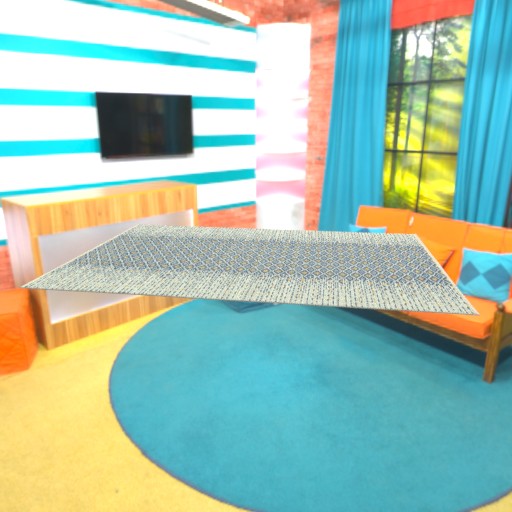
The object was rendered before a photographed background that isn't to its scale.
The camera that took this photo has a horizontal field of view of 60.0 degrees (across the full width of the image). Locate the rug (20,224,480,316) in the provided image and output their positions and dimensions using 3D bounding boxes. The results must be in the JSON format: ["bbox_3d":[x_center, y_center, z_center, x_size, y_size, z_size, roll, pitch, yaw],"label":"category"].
[{"bbox_3d":[0.000,0.000,2.312,1.828,0.005,1.219,3,17,8],"label":"rug"}]
